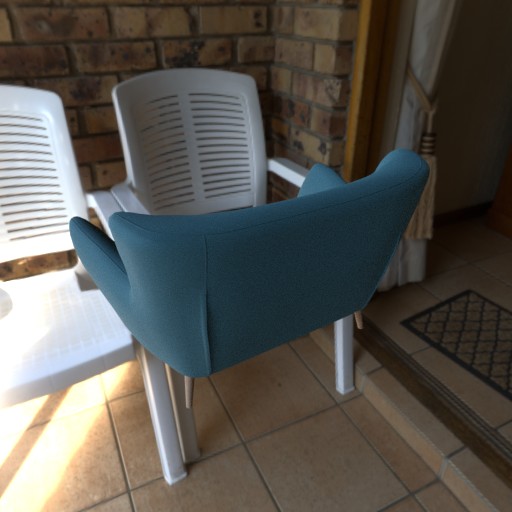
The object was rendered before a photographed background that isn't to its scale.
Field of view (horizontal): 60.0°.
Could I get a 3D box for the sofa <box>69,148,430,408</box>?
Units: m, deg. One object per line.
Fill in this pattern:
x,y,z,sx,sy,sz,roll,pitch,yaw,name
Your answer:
0.000,0.000,1.986,1.397,0.889,0.889,-17,35,-27,sofa
